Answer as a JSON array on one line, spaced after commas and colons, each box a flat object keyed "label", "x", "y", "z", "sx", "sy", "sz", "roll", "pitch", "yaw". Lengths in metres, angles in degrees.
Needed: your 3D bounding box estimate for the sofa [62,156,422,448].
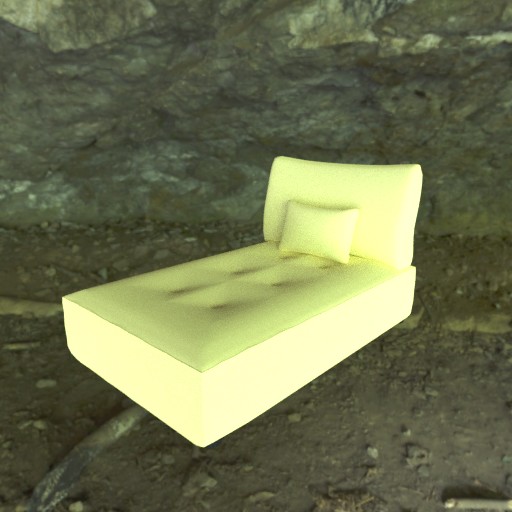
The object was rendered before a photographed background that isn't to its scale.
[{"label": "sofa", "x": 0.000, "y": 0.000, "z": 2.046, "sx": 0.930, "sy": 0.820, "sz": 1.450, "roll": 14, "pitch": 21, "yaw": 41}]
